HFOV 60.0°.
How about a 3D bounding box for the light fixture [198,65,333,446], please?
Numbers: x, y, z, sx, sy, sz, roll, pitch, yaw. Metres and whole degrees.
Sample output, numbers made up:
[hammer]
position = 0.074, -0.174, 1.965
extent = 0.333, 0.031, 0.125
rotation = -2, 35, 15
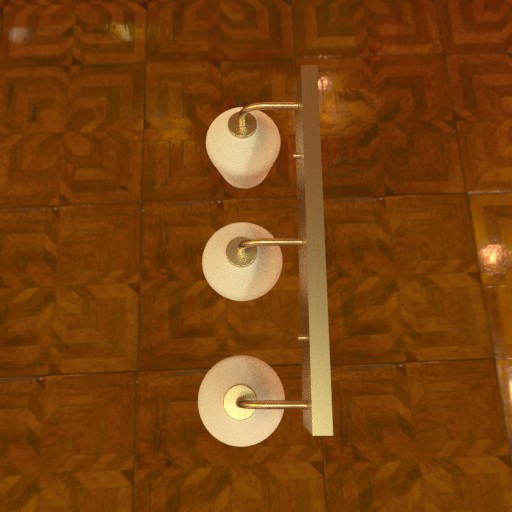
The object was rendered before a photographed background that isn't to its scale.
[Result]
[light fixture]
position = 0.000, 0.000, 0.750
extent = 0.190, 0.280, 0.609
rotation = 0, 75, 0
